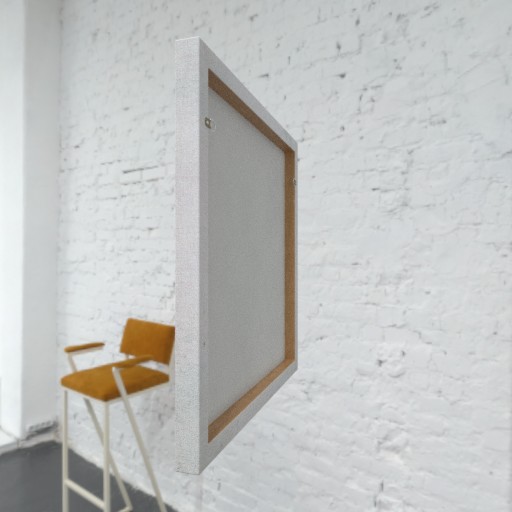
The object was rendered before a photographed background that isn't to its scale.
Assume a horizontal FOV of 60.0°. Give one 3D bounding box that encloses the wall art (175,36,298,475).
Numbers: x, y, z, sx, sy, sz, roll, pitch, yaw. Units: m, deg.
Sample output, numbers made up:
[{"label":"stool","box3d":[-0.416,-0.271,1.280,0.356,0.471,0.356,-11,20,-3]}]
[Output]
[{"label":"wall art","box3d":[0.000,0.000,0.911,0.040,0.612,0.612,0,0,18]}]
